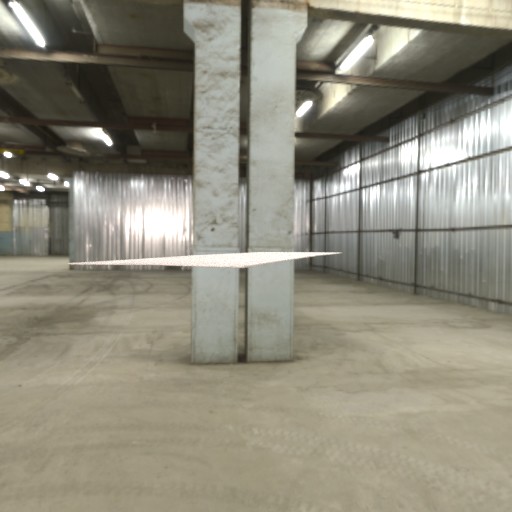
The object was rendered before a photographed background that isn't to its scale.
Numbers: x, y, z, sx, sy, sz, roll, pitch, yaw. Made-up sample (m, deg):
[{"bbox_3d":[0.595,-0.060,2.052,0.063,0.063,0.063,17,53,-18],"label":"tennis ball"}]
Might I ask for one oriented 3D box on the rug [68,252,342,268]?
[{"bbox_3d":[0.000,0.000,2.682,0.712,0.013,2.346,1,2,19],"label":"rug"}]
